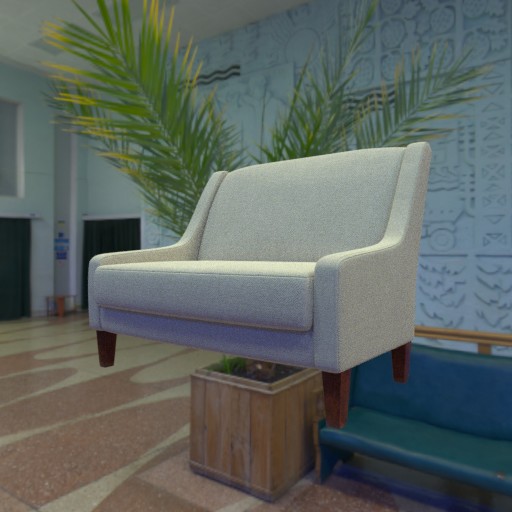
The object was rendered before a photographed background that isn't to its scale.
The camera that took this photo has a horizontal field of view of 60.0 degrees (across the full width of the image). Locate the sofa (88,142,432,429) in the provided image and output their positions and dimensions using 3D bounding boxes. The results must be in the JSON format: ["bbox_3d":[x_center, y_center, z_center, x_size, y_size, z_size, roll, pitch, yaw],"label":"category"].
[{"bbox_3d":[0.000,0.000,1.904,1.212,0.976,0.946,0,1,37],"label":"sofa"}]
